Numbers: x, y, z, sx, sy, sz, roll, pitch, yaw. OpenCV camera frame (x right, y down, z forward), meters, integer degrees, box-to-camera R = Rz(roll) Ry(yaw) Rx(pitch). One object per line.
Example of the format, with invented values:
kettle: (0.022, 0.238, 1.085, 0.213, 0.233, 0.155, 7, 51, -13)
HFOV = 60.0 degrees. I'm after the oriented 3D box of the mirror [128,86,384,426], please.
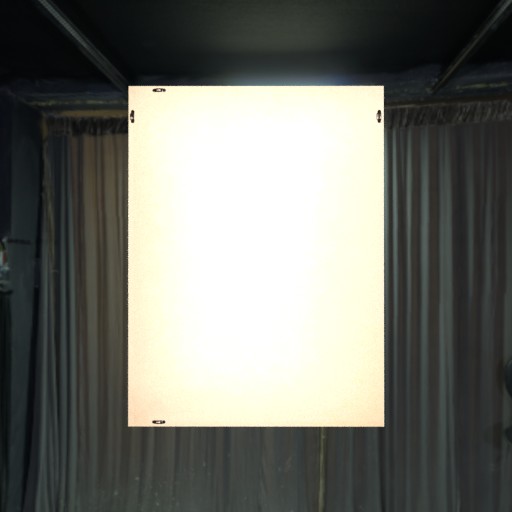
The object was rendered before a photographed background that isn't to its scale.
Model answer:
mirror: (0.000, 0.000, 1.338, 0.762, 1.016, 0.040, 0, 0, 0)
